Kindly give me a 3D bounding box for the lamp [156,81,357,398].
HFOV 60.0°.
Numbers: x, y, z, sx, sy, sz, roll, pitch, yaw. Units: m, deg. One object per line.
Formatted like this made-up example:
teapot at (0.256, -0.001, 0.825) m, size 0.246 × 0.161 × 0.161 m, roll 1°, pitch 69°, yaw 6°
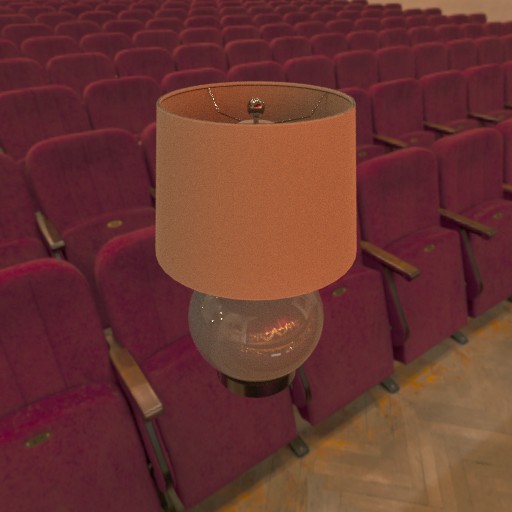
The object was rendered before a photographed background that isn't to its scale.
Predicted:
lamp at (0.000, 0.000, 0.565) m, size 0.247 × 0.387 × 0.247 m, roll 0°, pitch 31°, yaw 0°
